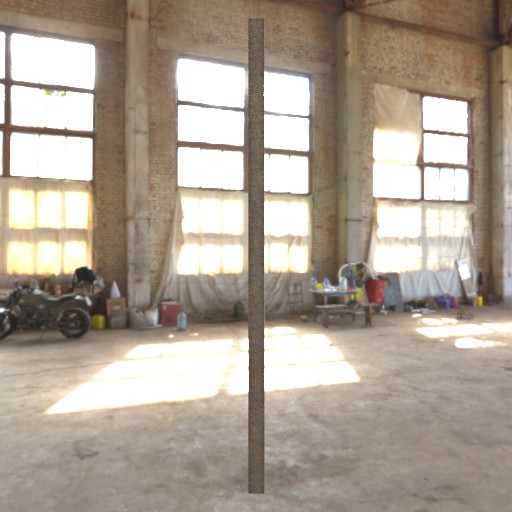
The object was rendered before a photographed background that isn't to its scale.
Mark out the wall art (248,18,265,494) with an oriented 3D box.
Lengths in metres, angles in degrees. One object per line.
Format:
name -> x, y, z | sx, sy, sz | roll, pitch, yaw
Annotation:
wall art -> 0.000, 0.000, 1.686 | 0.051, 1.461, 0.648 | 0, 0, 0
